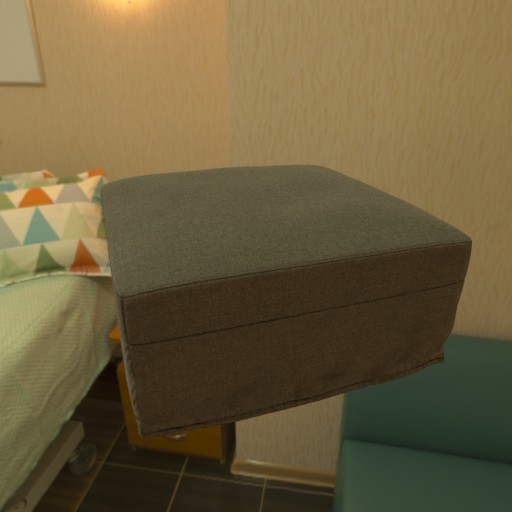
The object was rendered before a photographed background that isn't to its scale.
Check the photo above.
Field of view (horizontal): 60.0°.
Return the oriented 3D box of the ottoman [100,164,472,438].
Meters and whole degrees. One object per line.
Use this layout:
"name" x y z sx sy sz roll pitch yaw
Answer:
"ottoman" 0.000 0.000 1.336 0.840 0.436 0.843 -8 26 -18
